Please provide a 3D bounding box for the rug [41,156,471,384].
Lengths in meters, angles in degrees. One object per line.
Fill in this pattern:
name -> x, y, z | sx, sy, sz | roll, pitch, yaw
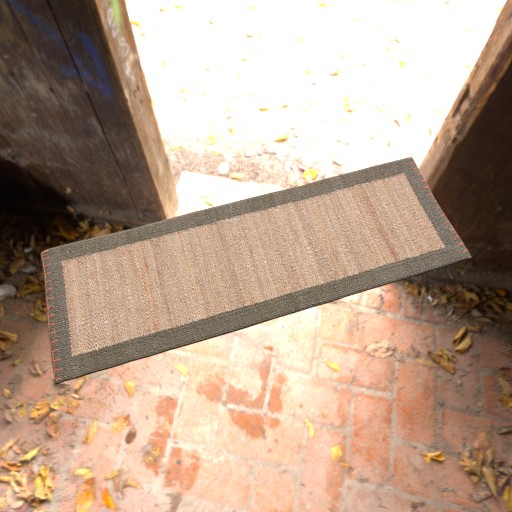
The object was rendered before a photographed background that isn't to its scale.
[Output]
rug -> 0.000, 0.000, 2.601 | 2.413, 0.016, 0.810 | -15, 64, -8
